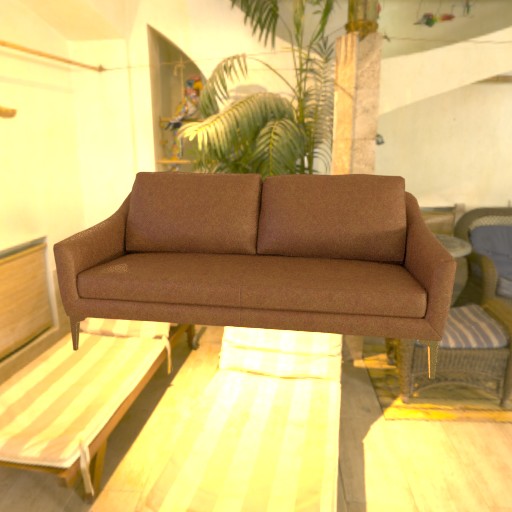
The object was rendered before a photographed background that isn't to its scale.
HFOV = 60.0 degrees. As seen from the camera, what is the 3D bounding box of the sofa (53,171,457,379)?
[{"bbox_3d":[0.000,0.000,2.657,2.036,0.945,0.981,2,15,9],"label":"sofa"}]
